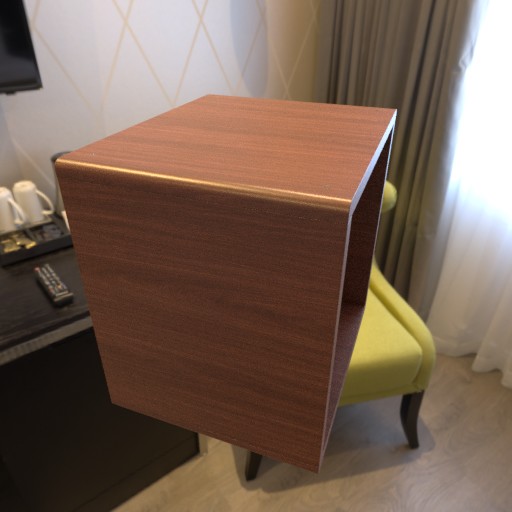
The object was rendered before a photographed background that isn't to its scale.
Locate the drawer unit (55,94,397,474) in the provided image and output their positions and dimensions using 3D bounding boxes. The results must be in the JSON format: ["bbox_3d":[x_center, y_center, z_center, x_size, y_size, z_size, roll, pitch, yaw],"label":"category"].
[{"bbox_3d":[0.000,0.000,0.617,0.290,0.351,0.349,11,33,18],"label":"drawer unit"}]
